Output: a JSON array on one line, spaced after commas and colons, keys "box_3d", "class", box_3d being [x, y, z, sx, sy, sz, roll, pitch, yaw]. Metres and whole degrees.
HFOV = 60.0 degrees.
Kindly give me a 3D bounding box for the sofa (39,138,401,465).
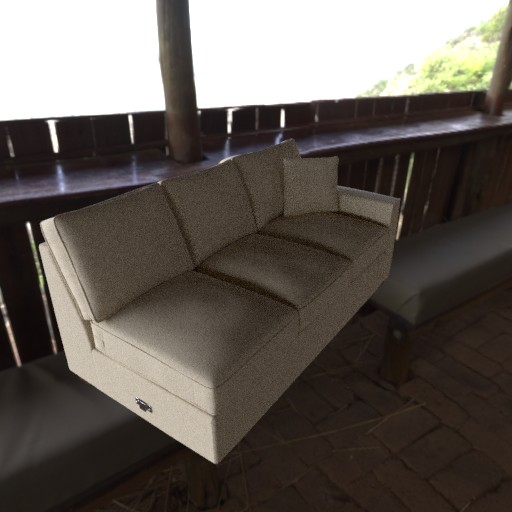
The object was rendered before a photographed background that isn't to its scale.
[{"box_3d": [0.000, 0.000, 2.540, 1.034, 0.946, 1.963, 17, 31, 31], "class": "sofa"}]
